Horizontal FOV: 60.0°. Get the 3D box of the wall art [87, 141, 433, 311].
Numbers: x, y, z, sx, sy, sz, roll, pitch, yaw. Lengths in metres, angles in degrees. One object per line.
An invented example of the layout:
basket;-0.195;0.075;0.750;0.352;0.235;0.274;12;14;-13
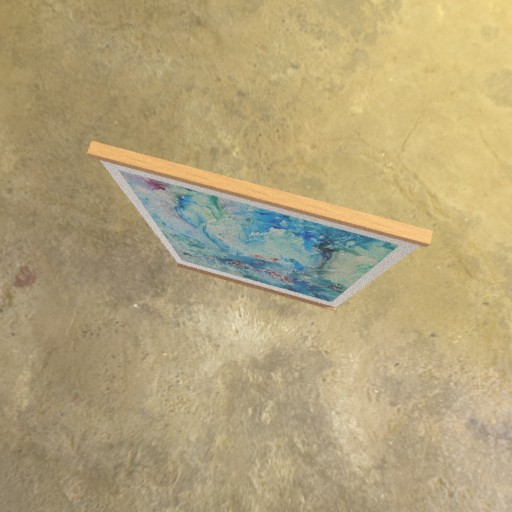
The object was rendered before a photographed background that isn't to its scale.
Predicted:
wall art;0.000;0.000;1.969;0.991;1.510;0.040;15;77;4
